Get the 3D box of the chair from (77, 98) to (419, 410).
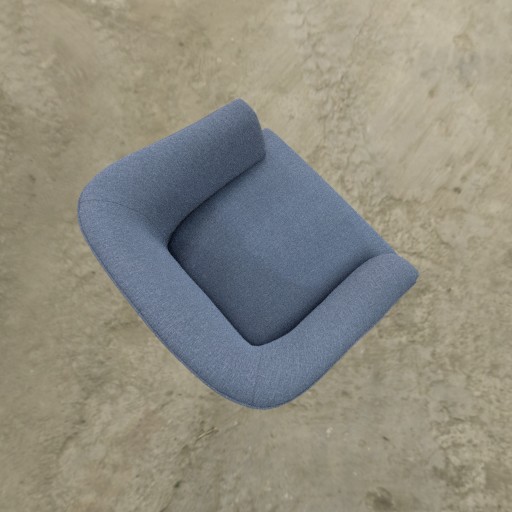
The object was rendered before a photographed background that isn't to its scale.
[{"bbox_3d":[0.000,0.000,1.405,0.704,0.815,0.772,-41,78,-10],"label":"chair"}]
